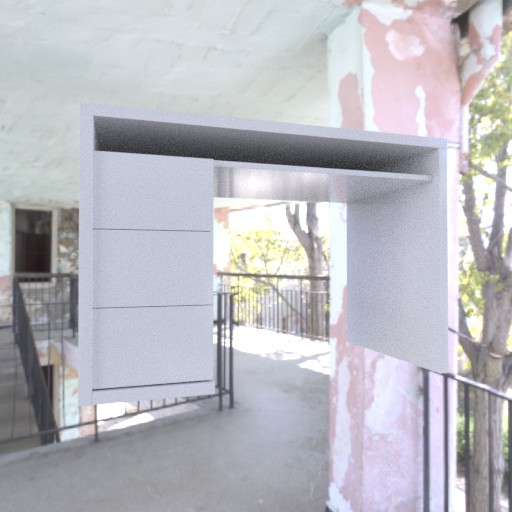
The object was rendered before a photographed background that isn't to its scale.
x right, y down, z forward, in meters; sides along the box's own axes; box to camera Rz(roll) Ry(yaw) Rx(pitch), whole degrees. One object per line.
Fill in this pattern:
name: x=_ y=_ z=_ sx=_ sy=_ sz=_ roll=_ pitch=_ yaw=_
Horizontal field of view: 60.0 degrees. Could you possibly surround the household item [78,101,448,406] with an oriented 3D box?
household item: x=0.000 y=0.000 z=1.537 sx=1.100 sy=0.749 sz=0.597 roll=0 pitch=-1 yaw=-17
